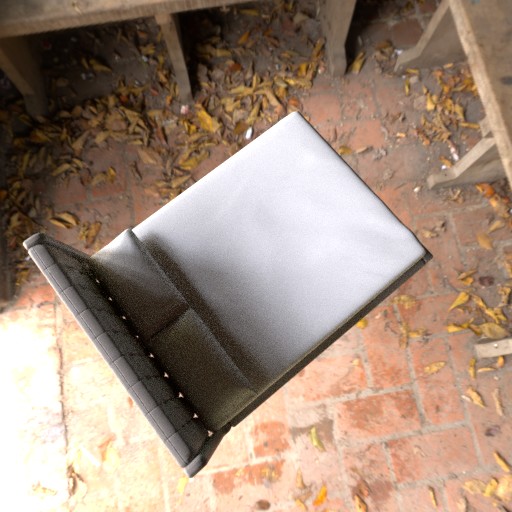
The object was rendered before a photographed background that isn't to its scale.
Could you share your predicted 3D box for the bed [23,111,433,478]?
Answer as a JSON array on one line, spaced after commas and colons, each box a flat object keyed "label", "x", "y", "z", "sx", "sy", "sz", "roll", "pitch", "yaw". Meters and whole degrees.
[{"label": "bed", "x": 0.000, "y": 0.000, "z": 3.170, "sx": 2.232, "sy": 1.147, "sz": 1.656, "roll": -38, "pitch": 79, "yaw": -9}]
